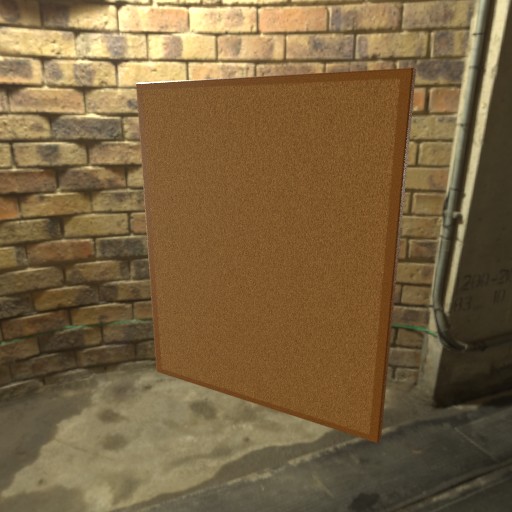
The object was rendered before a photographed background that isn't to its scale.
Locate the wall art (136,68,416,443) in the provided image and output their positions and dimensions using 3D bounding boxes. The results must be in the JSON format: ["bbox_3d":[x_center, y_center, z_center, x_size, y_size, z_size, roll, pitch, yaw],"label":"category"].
[{"bbox_3d":[0.000,0.000,0.504,0.310,0.379,0.015,9,19,27],"label":"wall art"}]
